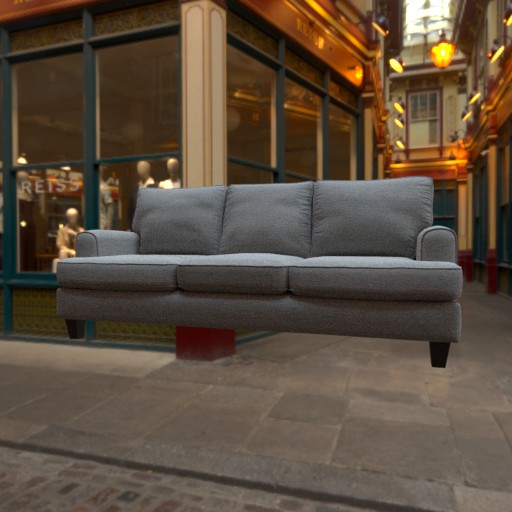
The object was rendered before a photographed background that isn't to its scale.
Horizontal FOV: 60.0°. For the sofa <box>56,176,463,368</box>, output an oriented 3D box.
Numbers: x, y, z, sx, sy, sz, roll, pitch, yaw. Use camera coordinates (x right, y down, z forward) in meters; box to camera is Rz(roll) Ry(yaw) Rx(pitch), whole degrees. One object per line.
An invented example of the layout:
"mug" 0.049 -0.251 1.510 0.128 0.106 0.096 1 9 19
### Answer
"sofa" 0.000 0.000 2.654 2.158 0.965 0.951 0 2 18
